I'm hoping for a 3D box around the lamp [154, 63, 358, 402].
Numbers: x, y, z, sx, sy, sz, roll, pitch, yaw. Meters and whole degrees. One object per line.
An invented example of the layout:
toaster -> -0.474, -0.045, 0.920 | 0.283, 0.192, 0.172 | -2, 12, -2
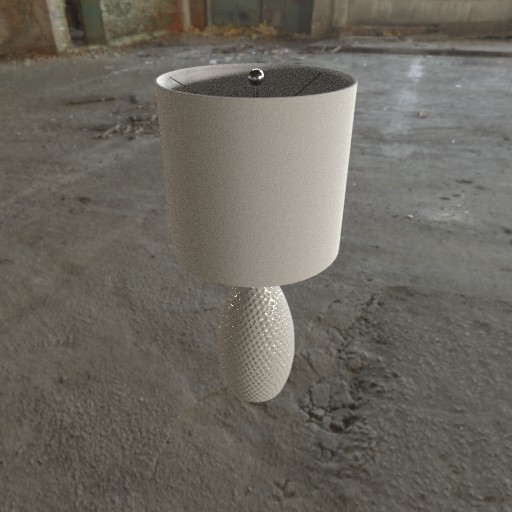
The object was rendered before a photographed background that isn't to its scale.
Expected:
lamp -> 0.000, 0.000, 0.593 | 0.214, 0.466, 0.214 | 10, 33, 17
